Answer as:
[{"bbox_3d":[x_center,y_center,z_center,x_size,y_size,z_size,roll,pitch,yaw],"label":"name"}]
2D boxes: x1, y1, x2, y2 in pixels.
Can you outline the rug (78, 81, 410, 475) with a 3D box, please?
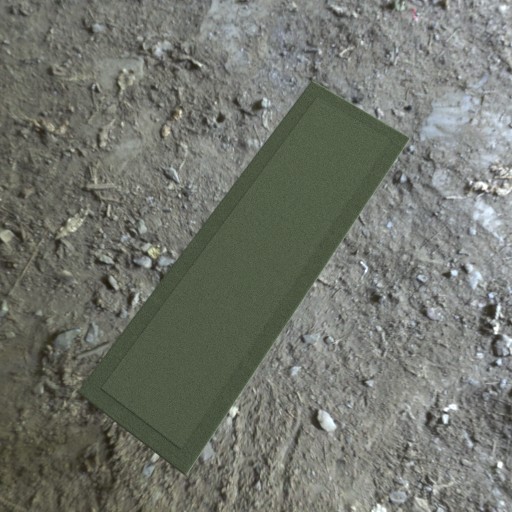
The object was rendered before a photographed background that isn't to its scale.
[{"bbox_3d":[0.000,0.000,2.671,0.759,0.012,2.430,34,78,8],"label":"rug"}]
